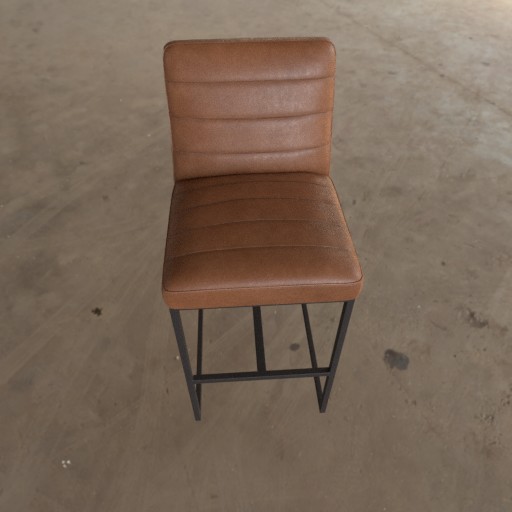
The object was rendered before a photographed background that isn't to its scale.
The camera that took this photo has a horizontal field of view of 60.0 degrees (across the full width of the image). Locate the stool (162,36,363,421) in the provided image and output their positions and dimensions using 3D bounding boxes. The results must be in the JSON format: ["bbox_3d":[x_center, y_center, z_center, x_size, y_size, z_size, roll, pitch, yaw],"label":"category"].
[{"bbox_3d":[0.000,0.000,1.293,0.458,1.040,0.556,-3,46,-3],"label":"stool"}]
